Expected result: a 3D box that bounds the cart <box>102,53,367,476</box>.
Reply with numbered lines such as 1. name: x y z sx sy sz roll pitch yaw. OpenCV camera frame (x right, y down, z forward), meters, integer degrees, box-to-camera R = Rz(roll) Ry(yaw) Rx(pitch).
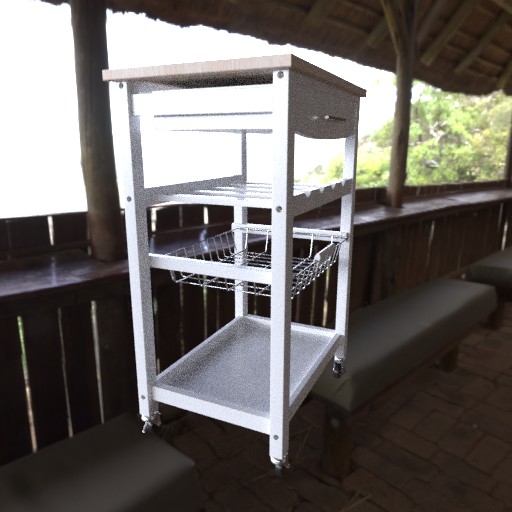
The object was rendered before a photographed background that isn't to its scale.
1. cart: 0.000 0.000 1.160 0.406 0.857 0.578 7 16 25
